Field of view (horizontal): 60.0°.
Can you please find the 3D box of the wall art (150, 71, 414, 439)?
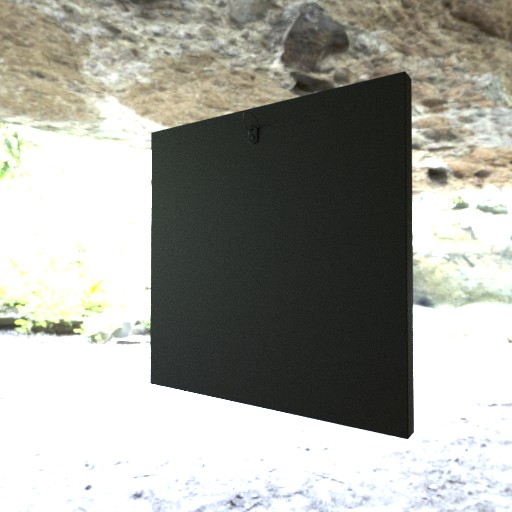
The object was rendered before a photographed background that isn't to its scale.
[{"bbox_3d":[0.000,0.000,0.520,0.349,0.349,0.038,-1,-1,34],"label":"wall art"}]
